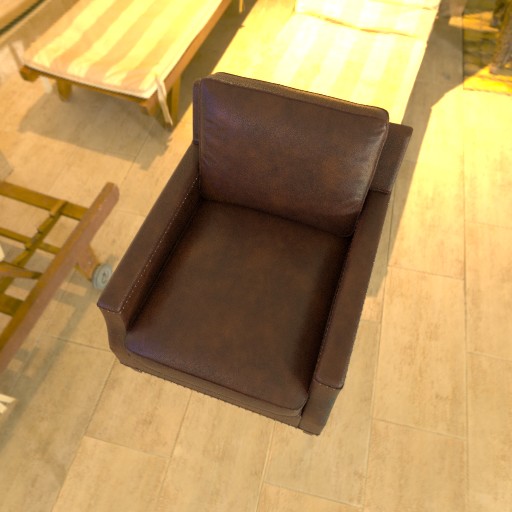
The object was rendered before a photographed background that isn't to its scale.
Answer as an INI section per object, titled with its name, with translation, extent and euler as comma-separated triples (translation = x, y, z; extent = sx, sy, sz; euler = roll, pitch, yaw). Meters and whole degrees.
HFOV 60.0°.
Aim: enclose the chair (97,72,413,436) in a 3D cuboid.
[chair]
translation = 0.000, 0.000, 1.692
extent = 0.853, 0.929, 1.014
euler = 17, 60, 10
